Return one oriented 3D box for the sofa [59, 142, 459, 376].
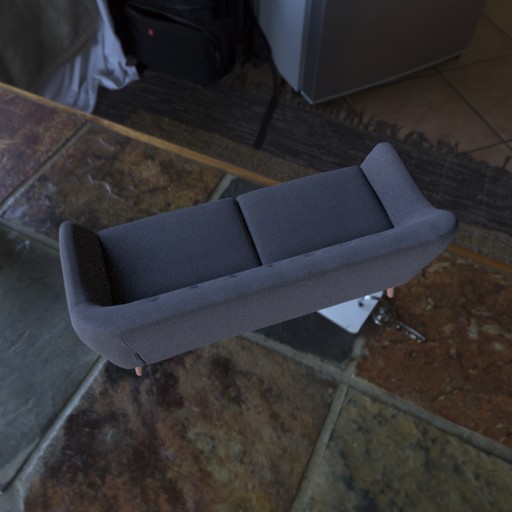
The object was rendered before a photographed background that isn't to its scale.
[{"bbox_3d":[0.000,0.000,2.293,1.840,0.820,0.820,-16,60,-9],"label":"sofa"}]
